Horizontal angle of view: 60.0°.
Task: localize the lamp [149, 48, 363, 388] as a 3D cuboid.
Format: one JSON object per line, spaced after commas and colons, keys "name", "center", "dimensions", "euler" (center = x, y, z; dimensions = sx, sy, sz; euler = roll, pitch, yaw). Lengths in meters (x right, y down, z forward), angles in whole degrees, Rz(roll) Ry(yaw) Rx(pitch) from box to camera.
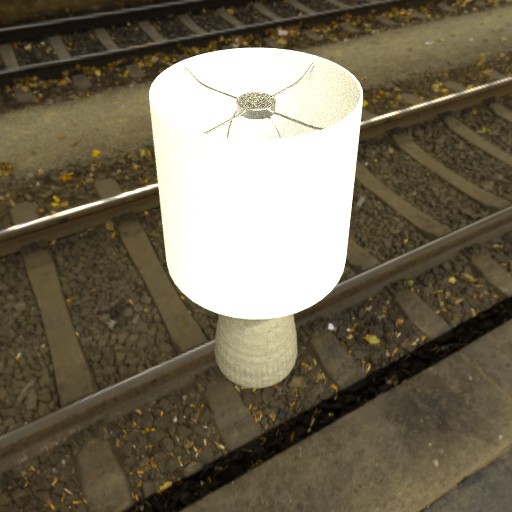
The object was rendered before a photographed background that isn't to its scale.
{"name": "lamp", "center": [0.000, 0.000, 0.474], "dimensions": [0.186, 0.369, 0.186], "euler": [0, 45, 0]}
